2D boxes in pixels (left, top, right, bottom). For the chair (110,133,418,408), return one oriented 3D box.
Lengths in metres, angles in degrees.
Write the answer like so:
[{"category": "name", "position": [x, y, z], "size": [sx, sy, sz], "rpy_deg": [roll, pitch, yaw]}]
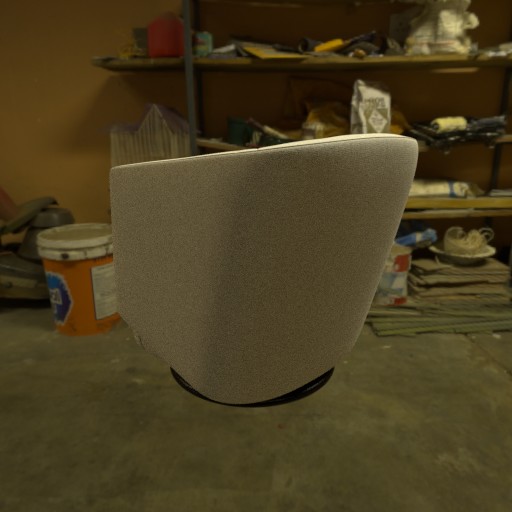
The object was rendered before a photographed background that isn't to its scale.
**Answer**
[{"category": "chair", "position": [0.000, 0.000, 1.608], "size": [0.822, 0.861, 0.986], "rpy_deg": [-15, 22, -42]}]
